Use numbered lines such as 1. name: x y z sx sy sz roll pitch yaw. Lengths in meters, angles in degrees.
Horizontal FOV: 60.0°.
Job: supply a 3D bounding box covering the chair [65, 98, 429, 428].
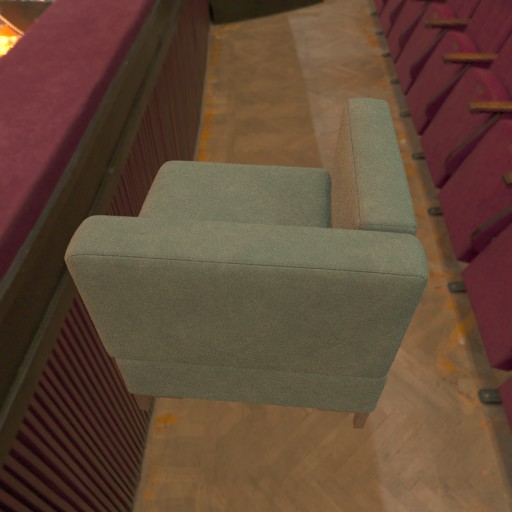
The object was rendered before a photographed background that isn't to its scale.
1. chair: 0.000 0.000 1.222 0.680 0.660 0.680 4 47 3
